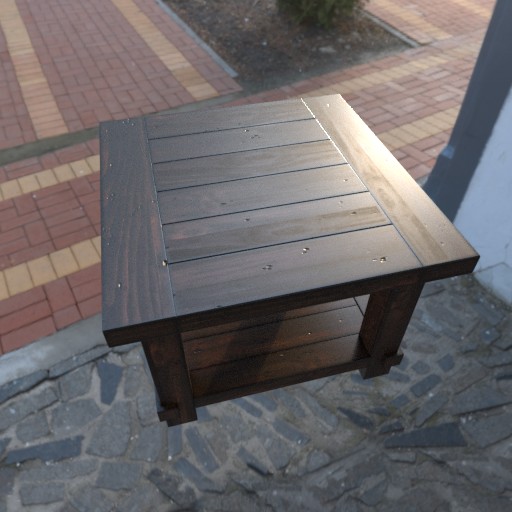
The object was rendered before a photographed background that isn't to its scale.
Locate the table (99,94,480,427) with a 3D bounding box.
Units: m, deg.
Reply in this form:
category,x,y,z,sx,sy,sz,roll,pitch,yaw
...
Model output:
category,x,y,z,sx,sy,sz,roll,pitch,yaw
table,0.000,0.000,1.022,0.593,0.437,0.606,-10,46,-10
